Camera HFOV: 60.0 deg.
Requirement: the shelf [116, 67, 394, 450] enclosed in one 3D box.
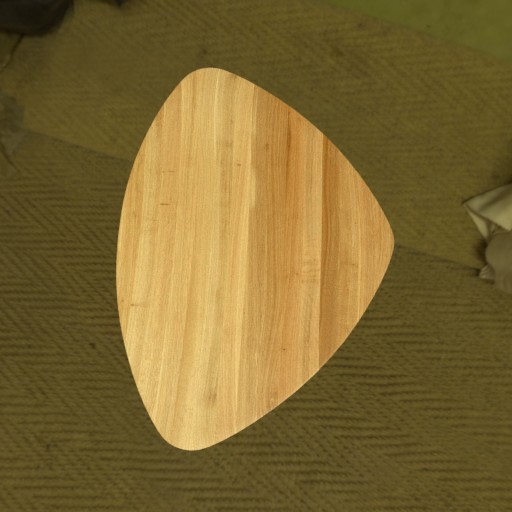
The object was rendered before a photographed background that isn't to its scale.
[{"bbox_3d":[0.000,0.000,1.600,0.863,0.439,1.240,1,75,0],"label":"shelf"}]
